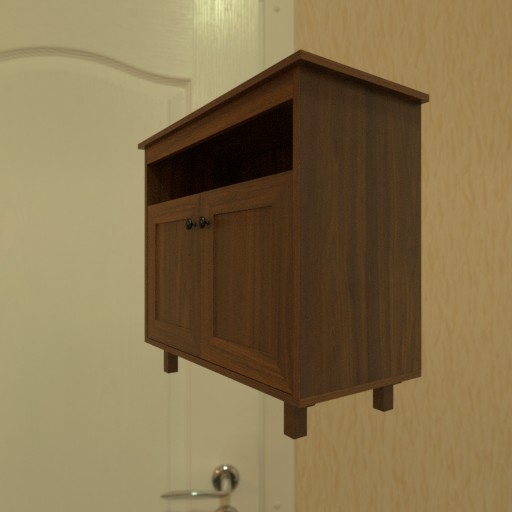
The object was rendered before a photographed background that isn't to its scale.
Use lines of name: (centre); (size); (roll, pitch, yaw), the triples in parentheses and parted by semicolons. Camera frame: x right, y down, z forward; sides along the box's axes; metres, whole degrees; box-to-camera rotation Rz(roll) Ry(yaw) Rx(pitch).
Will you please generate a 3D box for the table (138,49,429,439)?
table: (0.000, 0.000, 1.212); (0.390, 0.725, 0.802); (0, 0, -35)
